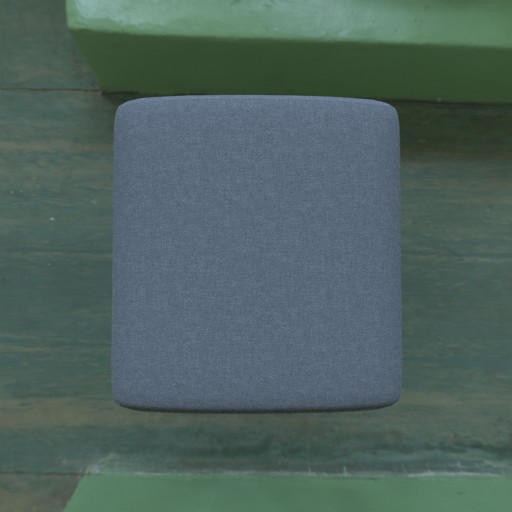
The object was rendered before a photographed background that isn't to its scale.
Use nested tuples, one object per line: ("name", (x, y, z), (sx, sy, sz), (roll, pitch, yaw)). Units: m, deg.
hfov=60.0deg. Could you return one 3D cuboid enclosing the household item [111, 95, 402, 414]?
("household item", (0.000, 0.000, 0.888), (0.530, 0.410, 0.530), (0, 88, -1))
